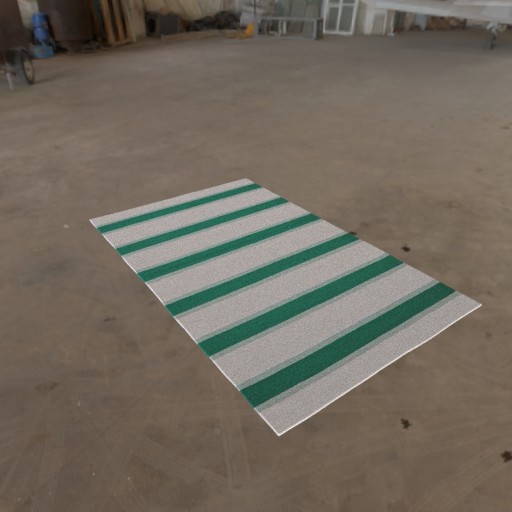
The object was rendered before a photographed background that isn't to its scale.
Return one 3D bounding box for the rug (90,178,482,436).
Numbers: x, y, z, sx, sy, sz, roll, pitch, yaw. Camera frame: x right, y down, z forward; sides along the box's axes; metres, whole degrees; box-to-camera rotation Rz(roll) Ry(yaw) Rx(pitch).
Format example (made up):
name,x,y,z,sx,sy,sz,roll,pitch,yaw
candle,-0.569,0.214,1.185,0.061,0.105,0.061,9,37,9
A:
name,x,y,z,sx,sy,sz,roll,pitch,yaw
rug,0.000,0.000,3.064,1.521,0.015,2.436,-21,37,-30
